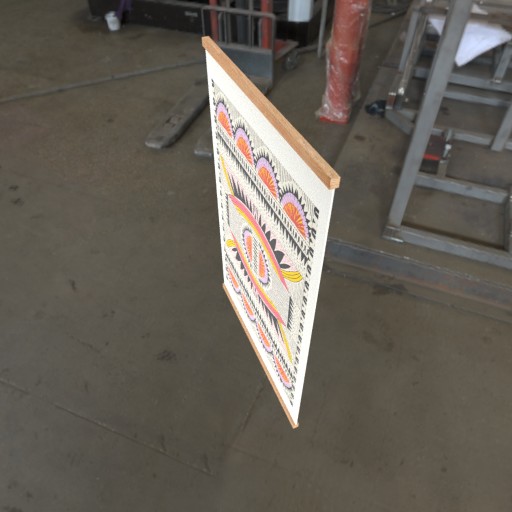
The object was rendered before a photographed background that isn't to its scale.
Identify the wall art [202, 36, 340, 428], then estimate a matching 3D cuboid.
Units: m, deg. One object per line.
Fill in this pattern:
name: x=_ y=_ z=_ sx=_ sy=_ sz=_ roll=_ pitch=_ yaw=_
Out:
wall art: x=0.000 y=0.000 z=1.979 sx=0.028 sy=1.533 sz=0.999 roll=-18 pitch=49 yaw=-16
